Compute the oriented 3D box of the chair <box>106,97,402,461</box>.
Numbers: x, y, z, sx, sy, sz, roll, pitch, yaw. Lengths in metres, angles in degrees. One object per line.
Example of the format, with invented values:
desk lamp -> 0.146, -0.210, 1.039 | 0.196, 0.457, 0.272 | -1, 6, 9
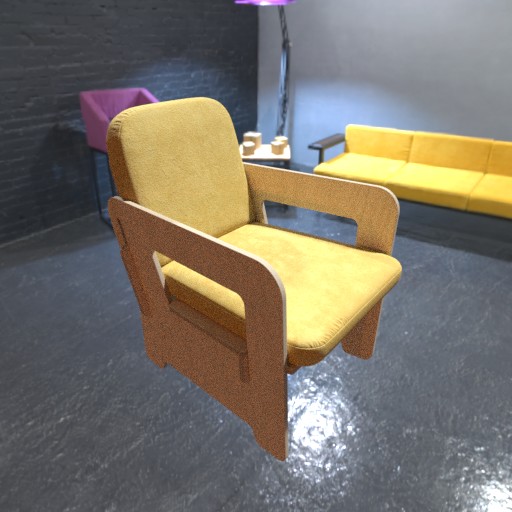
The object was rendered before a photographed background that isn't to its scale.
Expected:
chair -> 0.000, 0.000, 1.280 | 0.710, 0.800, 0.590 | 20, 33, 33
